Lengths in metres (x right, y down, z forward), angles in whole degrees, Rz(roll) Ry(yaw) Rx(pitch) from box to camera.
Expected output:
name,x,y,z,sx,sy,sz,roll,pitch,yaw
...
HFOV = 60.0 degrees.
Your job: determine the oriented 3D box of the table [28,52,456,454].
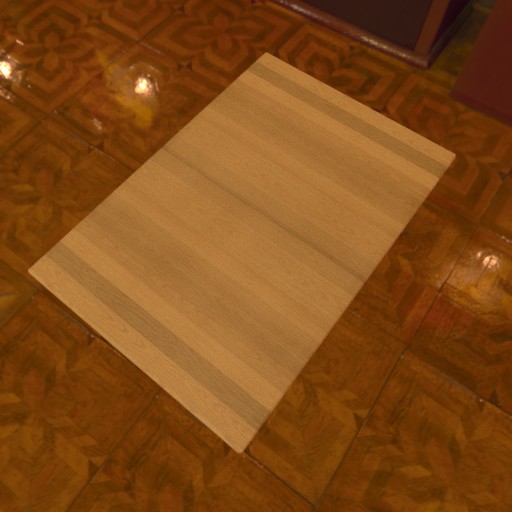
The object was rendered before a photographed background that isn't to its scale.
name,x,y,z,sx,sy,sz,roll,pitch,yaw
table,0.000,0.000,1.901,0.900,0.770,1.300,35,69,15
